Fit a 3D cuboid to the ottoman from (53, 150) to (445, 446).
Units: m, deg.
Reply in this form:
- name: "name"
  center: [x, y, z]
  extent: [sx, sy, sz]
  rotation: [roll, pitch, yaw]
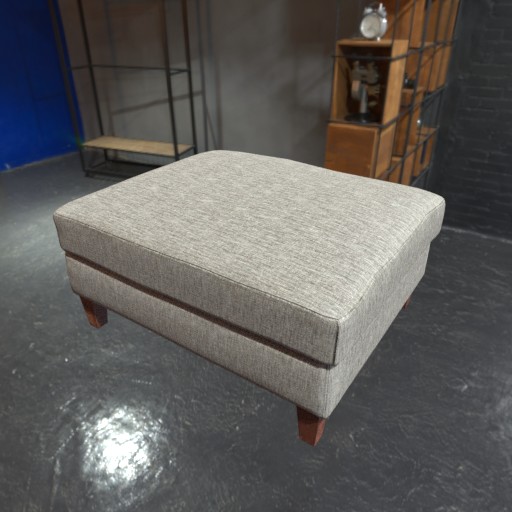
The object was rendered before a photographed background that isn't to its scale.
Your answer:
- name: "ottoman"
  center: [0.000, 0.000, 1.508]
  extent: [0.994, 0.492, 0.839]
  rotation: [18, 34, 29]
